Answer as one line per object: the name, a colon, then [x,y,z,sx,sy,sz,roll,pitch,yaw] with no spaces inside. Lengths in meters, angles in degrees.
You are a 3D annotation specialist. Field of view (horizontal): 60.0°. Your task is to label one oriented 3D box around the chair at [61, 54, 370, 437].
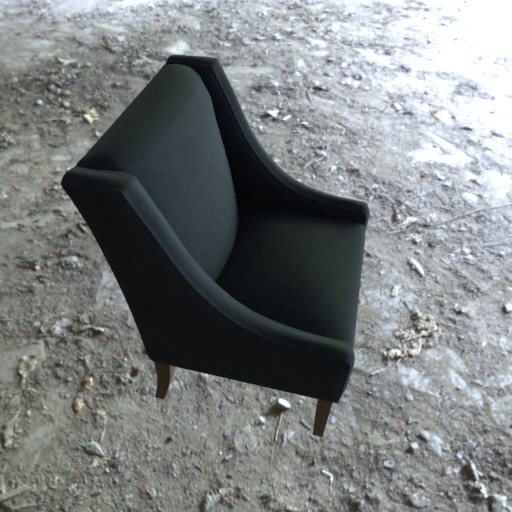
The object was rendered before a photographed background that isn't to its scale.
chair: [0.000,0.000,1.302,0.629,0.895,0.629,10,48,9]
